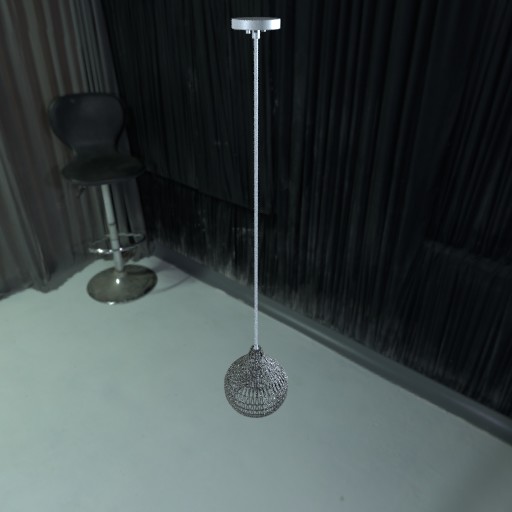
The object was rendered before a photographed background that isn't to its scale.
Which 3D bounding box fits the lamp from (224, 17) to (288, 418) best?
[{"bbox_3d":[0.000,0.000,2.030,0.355,1.919,0.355,21,37,30],"label":"lamp"}]
